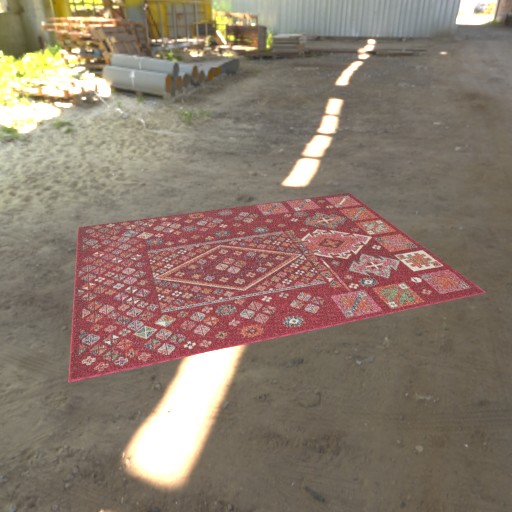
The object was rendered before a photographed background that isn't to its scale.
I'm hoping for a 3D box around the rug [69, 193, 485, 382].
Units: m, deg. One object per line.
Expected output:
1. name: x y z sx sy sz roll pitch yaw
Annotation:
1. rug: 0.000 0.000 4.282 3.306 0.011 2.389 -9 31 -16
